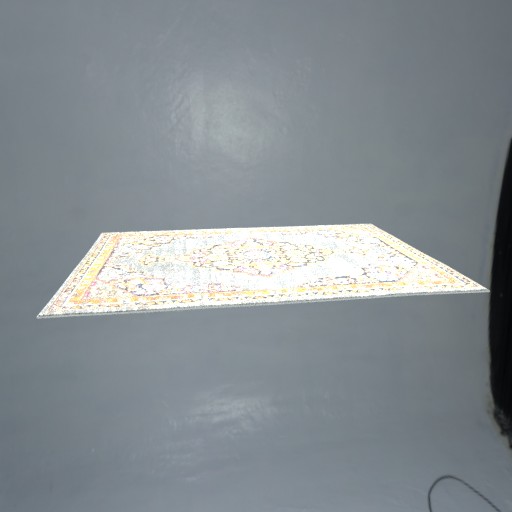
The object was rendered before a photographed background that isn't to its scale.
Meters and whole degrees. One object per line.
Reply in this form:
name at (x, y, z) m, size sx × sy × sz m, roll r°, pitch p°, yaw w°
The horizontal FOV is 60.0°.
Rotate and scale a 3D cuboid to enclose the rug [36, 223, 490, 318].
rug at (0.000, 0.000, 3.754) m, size 2.901 × 0.026 × 2.043 m, roll -2°, pitch 17°, yaw -8°
